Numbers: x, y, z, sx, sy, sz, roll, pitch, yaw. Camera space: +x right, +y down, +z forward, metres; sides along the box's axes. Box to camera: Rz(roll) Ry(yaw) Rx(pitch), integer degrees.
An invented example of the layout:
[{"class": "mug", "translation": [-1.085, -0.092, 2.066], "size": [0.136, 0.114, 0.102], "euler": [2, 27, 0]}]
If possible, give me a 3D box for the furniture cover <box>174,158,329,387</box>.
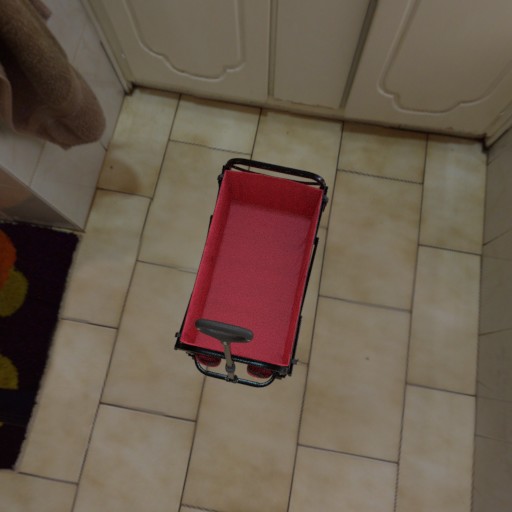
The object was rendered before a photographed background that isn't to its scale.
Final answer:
[{"class": "furniture cover", "translation": [0.000, 0.000, 1.830], "size": [0.532, 1.295, 1.038], "euler": [12, 75, 3]}]
